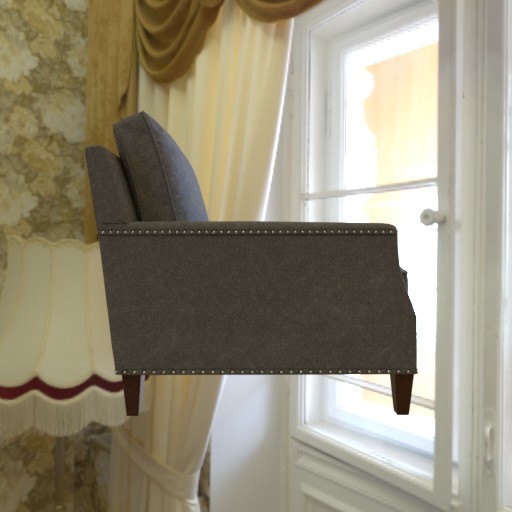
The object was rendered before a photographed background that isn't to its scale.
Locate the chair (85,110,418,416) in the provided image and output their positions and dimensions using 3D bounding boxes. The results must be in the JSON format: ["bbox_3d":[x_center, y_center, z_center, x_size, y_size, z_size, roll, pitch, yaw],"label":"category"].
[{"bbox_3d":[0.000,0.000,1.723,1.014,0.948,0.853,0,1,0],"label":"chair"}]
